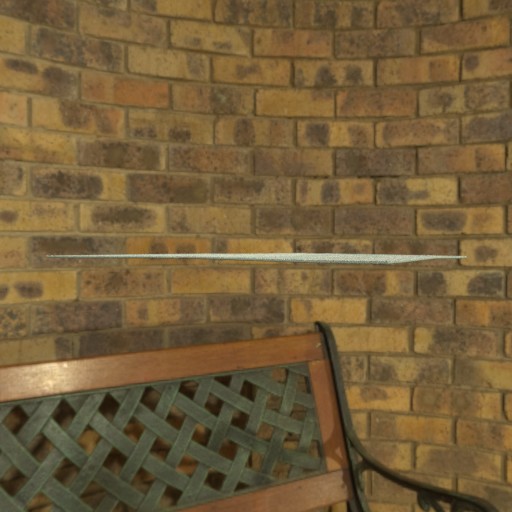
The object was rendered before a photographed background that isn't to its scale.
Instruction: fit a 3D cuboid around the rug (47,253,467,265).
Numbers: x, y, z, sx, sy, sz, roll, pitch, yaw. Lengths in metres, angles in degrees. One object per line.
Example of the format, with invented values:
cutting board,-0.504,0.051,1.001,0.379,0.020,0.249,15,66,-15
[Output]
rug,0.000,0.000,5.181,4.078,0.052,2.802,1,1,35
